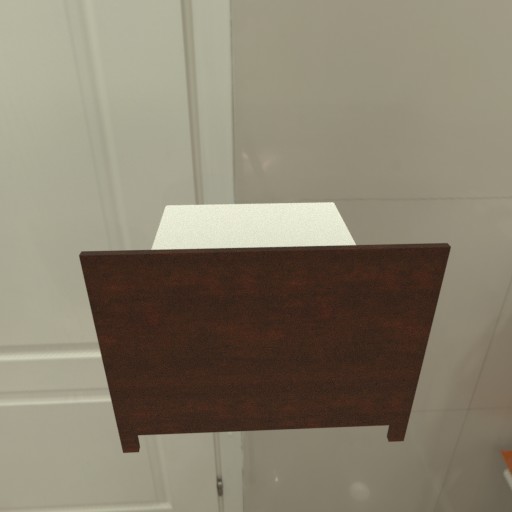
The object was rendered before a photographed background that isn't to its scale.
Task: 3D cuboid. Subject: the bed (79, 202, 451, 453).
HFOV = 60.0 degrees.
[{"bbox_3d":[0.000,0.000,3.163,1.600,1.270,2.184,-1,29,-2],"label":"bed"}]
